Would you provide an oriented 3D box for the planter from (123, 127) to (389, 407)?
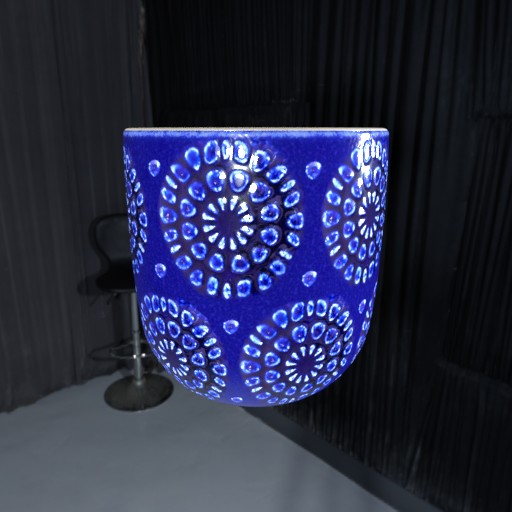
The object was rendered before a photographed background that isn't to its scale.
[{"bbox_3d":[0.000,0.000,0.202,0.109,0.112,0.109,0,16,0],"label":"planter"}]
